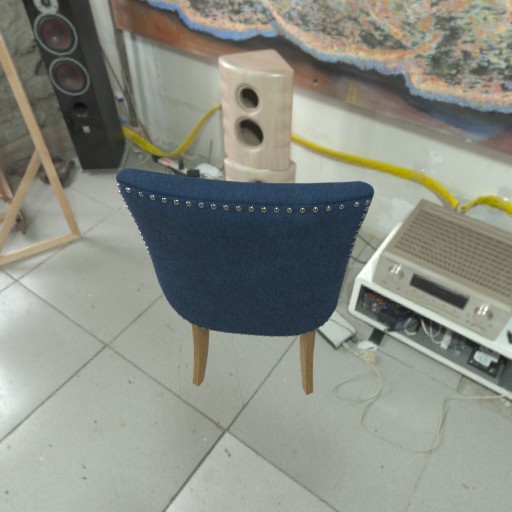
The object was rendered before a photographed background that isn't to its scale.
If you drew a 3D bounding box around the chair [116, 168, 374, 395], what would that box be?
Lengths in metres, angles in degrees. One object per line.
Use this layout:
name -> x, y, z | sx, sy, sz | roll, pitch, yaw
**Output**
chair -> 0.000, 0.000, 1.288 | 0.495, 0.902, 0.610 | 4, 46, 4
